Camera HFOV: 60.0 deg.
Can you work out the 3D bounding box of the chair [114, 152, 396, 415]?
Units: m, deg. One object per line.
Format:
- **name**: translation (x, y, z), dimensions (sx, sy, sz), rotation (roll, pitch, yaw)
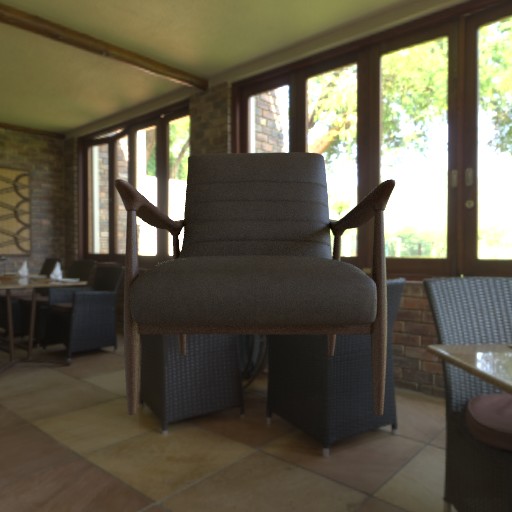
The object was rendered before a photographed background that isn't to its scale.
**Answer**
- **chair**: translation (0.000, 0.000, 1.469), dimensions (0.741, 0.831, 0.798), rotation (0, 1, 0)
